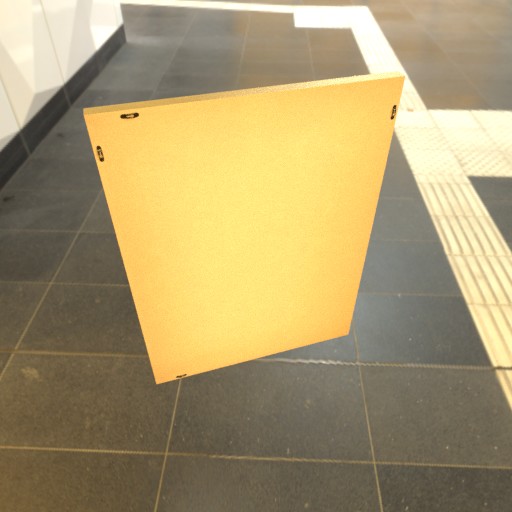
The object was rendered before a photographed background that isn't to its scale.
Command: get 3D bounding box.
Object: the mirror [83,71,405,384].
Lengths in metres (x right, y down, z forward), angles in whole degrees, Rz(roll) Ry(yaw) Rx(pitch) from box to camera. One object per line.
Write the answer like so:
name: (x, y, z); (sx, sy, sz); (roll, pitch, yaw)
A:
mirror: (0.000, 0.000, 1.357); (0.762, 1.016, 0.040); (-12, 43, -13)
